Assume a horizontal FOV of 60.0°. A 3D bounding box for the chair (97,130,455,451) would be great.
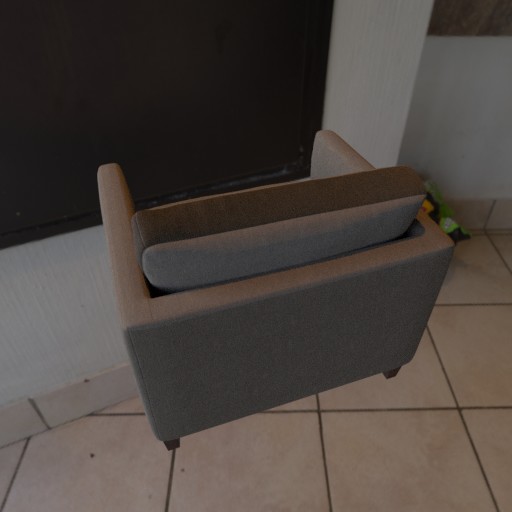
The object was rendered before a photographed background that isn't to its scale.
[{"bbox_3d":[0.000,0.000,1.813,1.107,0.963,0.959,-13,42,-14],"label":"chair"}]
